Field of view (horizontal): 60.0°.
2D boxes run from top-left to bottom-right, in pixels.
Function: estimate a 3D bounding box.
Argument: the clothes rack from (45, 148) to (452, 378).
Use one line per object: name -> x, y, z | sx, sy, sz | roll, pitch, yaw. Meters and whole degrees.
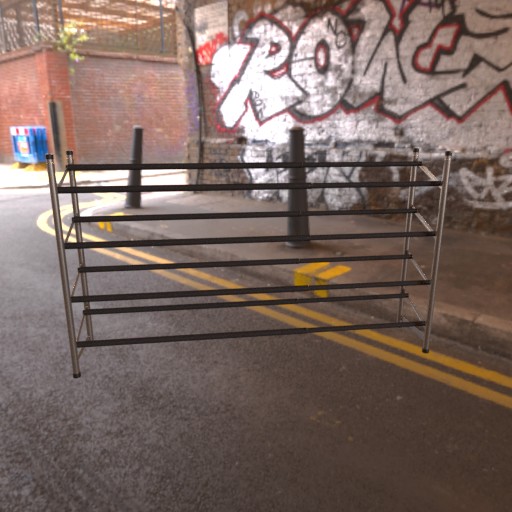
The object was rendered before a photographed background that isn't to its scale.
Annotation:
clothes rack -> 0.000, 0.000, 1.450 | 1.168, 0.672, 0.229 | -2, 16, -8
